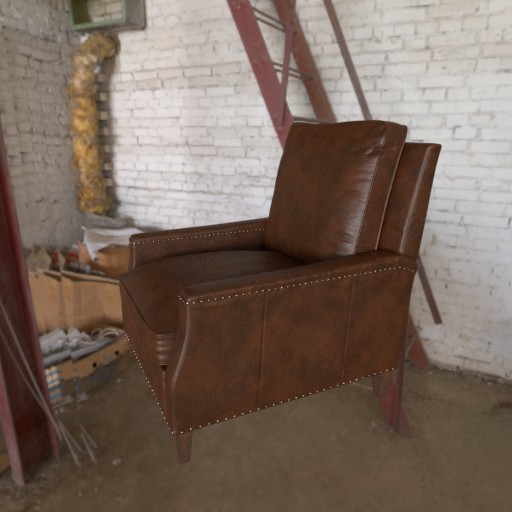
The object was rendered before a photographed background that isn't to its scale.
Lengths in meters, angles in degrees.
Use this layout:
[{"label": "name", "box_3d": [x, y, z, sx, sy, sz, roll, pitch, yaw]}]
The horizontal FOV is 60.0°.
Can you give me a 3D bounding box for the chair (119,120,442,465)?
[{"label": "chair", "box_3d": [0.000, 0.000, 1.801, 1.035, 1.054, 0.854, -8, 18, -25]}]
